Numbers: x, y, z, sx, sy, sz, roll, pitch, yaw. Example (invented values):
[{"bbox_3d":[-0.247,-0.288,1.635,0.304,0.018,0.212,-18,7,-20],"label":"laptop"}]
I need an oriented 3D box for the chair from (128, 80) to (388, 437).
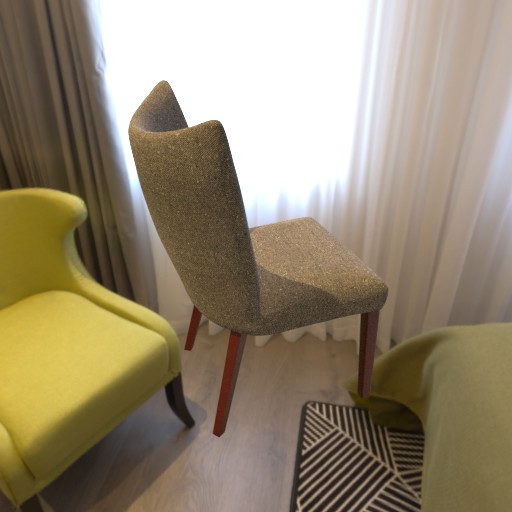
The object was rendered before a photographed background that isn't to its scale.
[{"bbox_3d":[0.000,0.000,1.301,0.623,0.924,0.535,-11,32,-18],"label":"chair"}]
